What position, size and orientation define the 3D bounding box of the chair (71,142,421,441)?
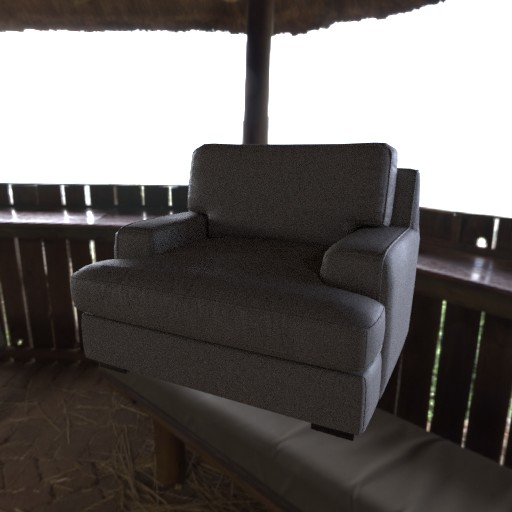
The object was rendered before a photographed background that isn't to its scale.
[{"bbox_3d":[0.000,0.000,1.954,1.270,0.974,1.043,7,15,26],"label":"chair"}]
